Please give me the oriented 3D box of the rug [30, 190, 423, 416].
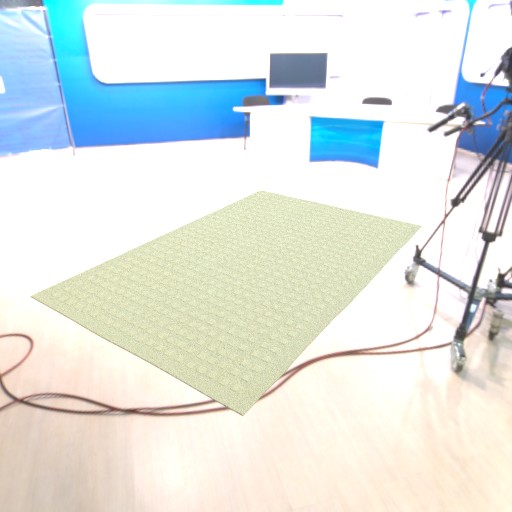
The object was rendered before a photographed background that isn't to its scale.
[{"bbox_3d":[0.000,0.000,2.239,1.143,0.006,1.747,18,32,31],"label":"rug"}]
